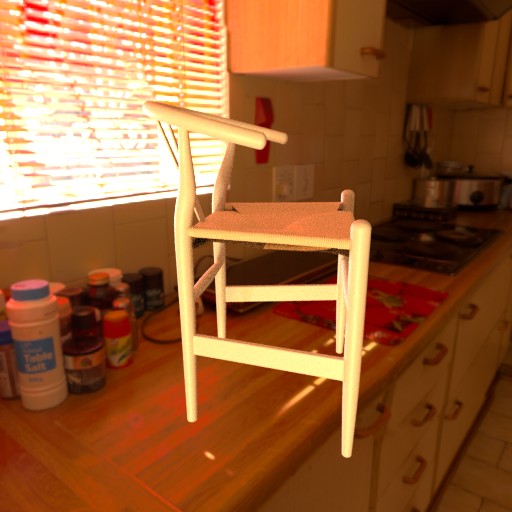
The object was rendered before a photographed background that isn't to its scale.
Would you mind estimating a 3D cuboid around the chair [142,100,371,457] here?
[{"bbox_3d":[0.000,0.000,1.110,0.500,0.736,0.533,2,15,8],"label":"chair"}]
